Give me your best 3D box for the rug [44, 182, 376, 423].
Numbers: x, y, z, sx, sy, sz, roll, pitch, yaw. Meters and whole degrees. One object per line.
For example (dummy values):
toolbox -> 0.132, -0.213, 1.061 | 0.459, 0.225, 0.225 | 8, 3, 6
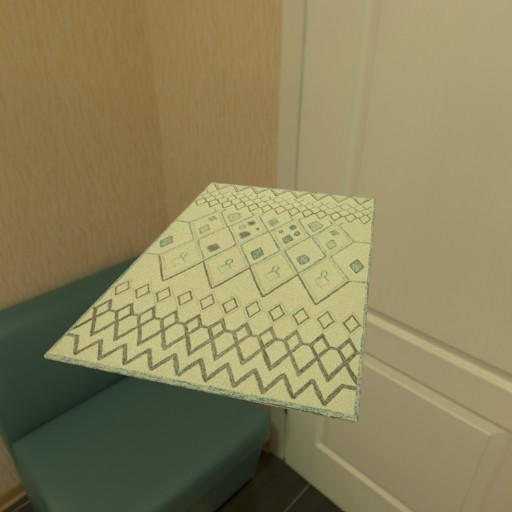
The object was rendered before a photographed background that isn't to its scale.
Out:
rug -> 0.000, 0.000, 3.028 | 1.524, 0.015, 2.439 | 8, 31, 13
